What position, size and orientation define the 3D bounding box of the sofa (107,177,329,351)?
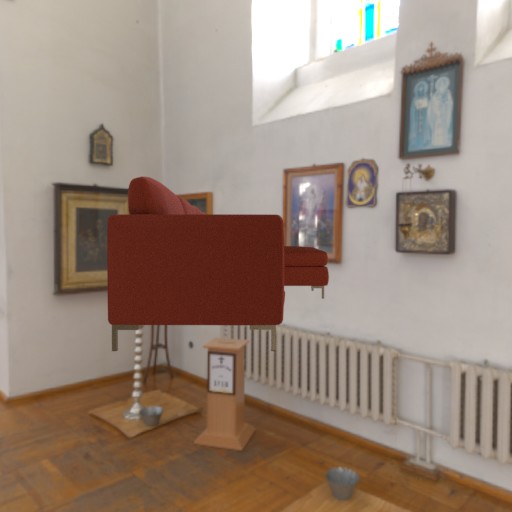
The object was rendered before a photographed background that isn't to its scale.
[{"bbox_3d":[0.000,0.000,3.416,1.350,0.810,2.932,0,1,0],"label":"sofa"}]
